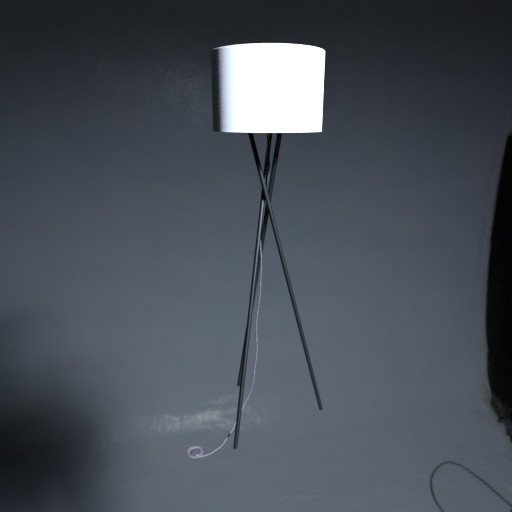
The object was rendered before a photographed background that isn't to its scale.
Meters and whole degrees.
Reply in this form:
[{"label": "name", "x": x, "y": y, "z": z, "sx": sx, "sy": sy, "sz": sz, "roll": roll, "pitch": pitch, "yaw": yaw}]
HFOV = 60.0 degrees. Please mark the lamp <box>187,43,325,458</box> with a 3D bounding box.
[{"label": "lamp", "x": 0.000, "y": 0.000, "z": 1.937, "sx": 0.667, "sy": 1.624, "sz": 0.522, "roll": -2, "pitch": 17, "yaw": -8}]
